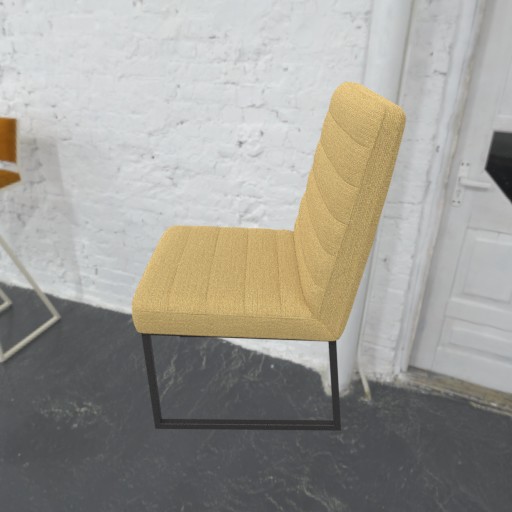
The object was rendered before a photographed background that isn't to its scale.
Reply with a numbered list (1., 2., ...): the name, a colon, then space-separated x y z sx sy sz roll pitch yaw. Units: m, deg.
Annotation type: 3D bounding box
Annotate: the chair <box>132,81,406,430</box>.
1. chair: 0.000 0.000 1.316 0.634 0.930 0.520 0 27 1
